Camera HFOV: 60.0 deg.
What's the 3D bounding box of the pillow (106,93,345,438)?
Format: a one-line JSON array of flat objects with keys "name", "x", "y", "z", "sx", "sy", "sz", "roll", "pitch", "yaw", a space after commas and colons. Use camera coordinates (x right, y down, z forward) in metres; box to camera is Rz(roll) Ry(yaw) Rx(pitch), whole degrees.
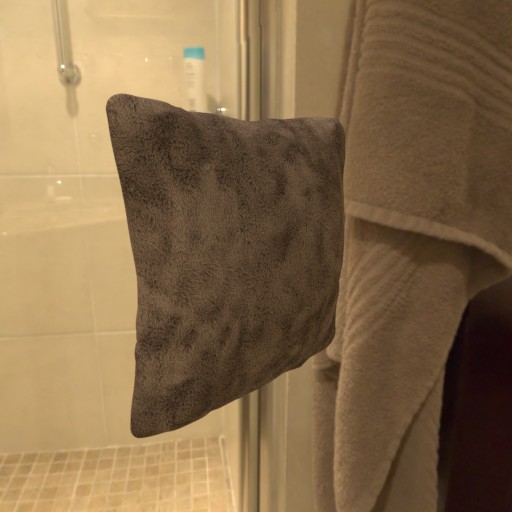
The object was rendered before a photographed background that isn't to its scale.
[{"name": "pillow", "x": 0.000, "y": 0.000, "z": 0.801, "sx": 0.204, "sy": 0.520, "sz": 0.522, "roll": 13, "pitch": 19, "yaw": 42}]
